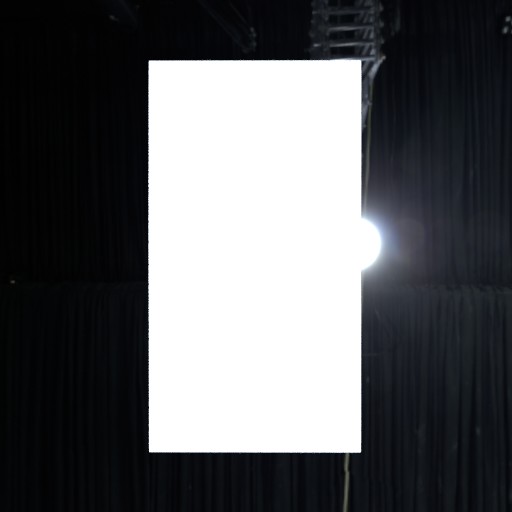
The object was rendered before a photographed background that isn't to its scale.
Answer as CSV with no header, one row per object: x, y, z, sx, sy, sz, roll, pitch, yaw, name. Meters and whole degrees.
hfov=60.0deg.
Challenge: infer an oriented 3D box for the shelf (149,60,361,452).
0.000,0.000,1.275,0.396,0.732,0.895,0,0,0,shelf
